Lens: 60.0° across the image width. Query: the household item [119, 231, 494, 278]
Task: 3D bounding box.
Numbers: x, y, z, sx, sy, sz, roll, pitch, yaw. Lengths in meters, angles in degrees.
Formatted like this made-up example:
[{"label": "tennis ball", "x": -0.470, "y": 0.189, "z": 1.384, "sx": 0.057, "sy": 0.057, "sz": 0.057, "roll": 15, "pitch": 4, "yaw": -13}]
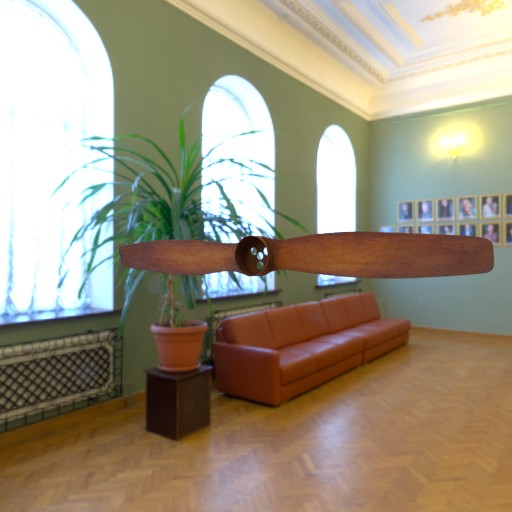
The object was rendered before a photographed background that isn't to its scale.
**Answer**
[{"label": "household item", "x": 0.000, "y": 0.000, "z": 1.239, "sx": 1.181, "sy": 0.121, "sz": 0.051, "roll": 0, "pitch": 0, "yaw": 35}]
